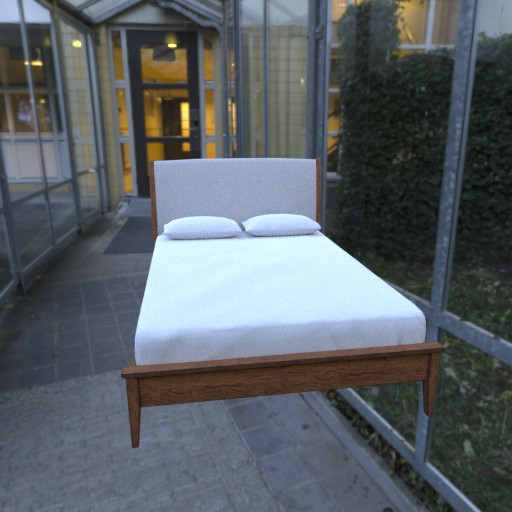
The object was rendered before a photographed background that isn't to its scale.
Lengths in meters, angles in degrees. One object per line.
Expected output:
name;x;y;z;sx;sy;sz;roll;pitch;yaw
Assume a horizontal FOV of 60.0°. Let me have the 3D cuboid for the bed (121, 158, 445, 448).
bed;0.000;0.000;2.950;1.502;1.135;2.108;-3;17;-9
